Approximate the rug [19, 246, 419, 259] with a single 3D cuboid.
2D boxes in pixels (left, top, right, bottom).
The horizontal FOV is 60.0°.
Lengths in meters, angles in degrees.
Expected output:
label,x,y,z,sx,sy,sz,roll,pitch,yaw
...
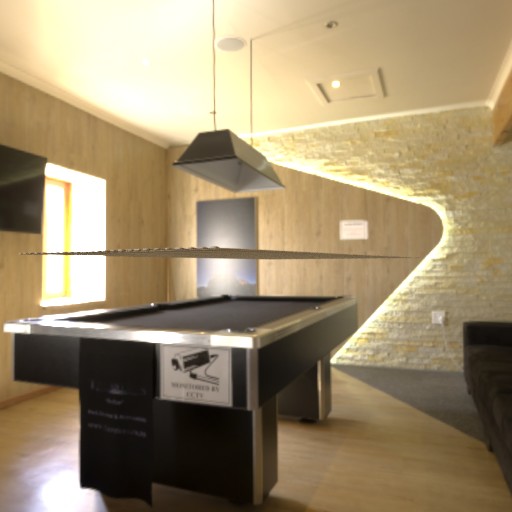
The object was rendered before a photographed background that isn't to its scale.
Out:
label,x,y,z,sx,sy,sz,roll,pitch,yaw
rug,0.000,0.000,2.524,1.222,0.009,2.084,-1,-2,37
